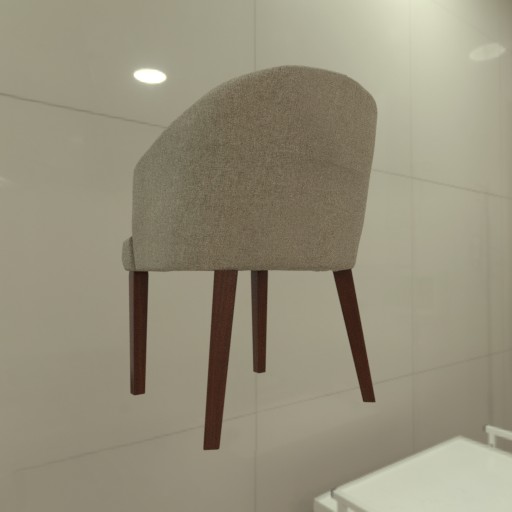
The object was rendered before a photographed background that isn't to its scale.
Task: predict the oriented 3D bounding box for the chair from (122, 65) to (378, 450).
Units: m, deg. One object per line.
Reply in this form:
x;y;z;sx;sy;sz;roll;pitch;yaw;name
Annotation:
0.000;0.000;1.229;0.583;0.811;0.655;1;-2;-37;chair
